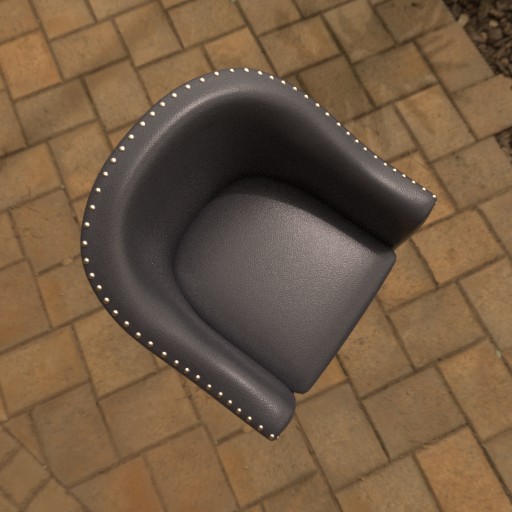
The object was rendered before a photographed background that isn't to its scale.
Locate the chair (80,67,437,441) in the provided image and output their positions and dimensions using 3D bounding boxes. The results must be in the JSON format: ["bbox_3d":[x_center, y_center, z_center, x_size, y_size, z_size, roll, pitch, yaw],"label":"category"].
[{"bbox_3d":[0.000,0.000,1.401,0.748,0.823,0.794,35,79,8],"label":"chair"}]
